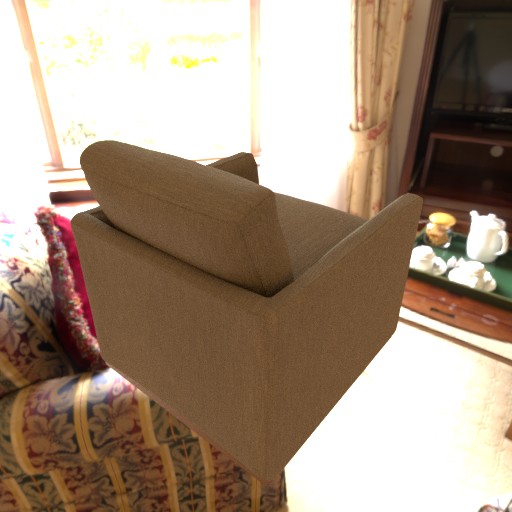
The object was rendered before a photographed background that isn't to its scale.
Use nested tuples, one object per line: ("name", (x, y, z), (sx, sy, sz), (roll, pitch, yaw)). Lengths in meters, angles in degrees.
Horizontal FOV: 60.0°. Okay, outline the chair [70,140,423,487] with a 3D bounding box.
("chair", (0.000, 0.000, 1.449), (0.763, 0.811, 0.834), (22, 37, 33))
